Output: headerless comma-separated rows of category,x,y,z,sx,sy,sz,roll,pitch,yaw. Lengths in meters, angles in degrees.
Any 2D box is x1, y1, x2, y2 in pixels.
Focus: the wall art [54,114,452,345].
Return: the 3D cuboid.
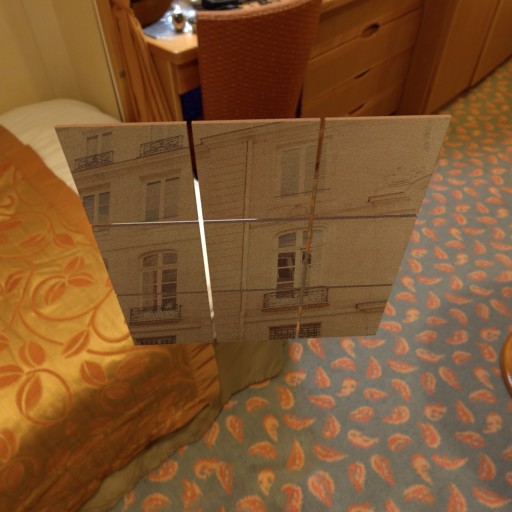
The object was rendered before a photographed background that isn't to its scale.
wall art,0.000,0.000,1.355,0.915,0.913,0.018,-2,47,-2
